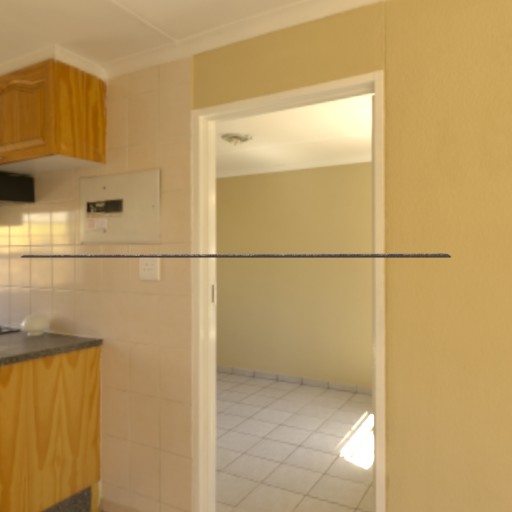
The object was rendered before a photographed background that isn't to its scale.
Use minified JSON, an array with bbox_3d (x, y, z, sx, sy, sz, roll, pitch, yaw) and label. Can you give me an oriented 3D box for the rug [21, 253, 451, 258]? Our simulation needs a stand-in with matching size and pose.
[{"bbox_3d":[0.000,0.000,4.727,3.612,0.035,2.716,0,0,19],"label":"rug"}]
